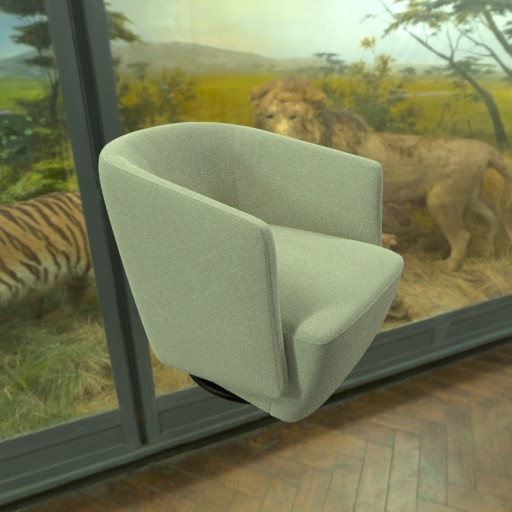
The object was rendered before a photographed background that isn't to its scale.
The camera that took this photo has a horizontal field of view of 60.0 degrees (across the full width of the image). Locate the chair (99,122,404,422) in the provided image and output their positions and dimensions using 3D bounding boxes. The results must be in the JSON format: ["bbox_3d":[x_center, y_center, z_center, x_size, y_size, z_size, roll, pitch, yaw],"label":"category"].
[{"bbox_3d":[0.000,0.000,1.666,0.986,0.861,0.822,18,31,32],"label":"chair"}]
